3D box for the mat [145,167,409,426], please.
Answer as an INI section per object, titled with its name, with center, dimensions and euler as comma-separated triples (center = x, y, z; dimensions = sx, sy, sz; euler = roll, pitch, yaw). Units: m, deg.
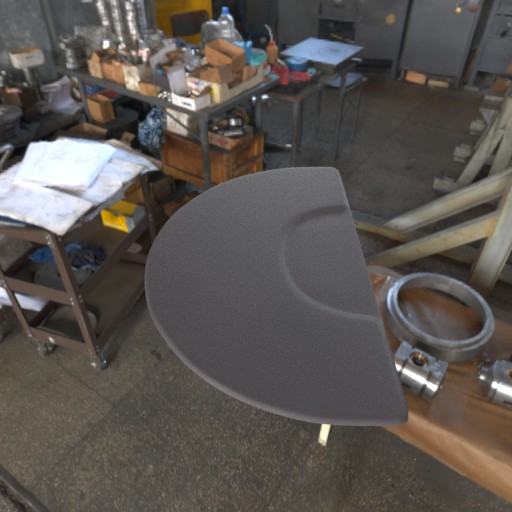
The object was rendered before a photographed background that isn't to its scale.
[mat]
center = 0.000, 0.000, 1.874
dimensions = 0.917, 0.022, 1.525
euler = 0, 40, 0
